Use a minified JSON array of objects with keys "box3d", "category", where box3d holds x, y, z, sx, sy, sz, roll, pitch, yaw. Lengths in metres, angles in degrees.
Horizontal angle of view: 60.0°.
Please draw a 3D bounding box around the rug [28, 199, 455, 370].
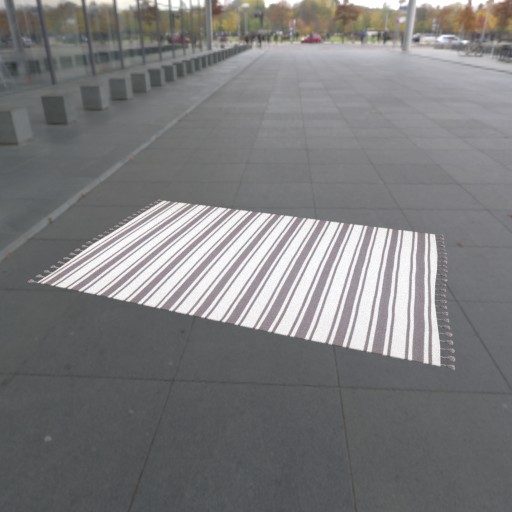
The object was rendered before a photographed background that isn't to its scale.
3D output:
[{"box3d":[0.000,0.000,2.980,2.425,0.014,1.563,9,28,17],"category":"rug"}]
